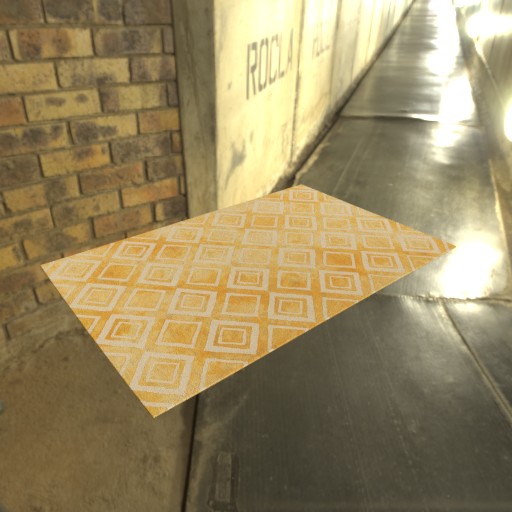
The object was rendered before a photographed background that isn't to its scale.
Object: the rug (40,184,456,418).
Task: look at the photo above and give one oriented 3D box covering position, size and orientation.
[{"bbox_3d":[0.000,0.000,2.315,1.829,0.010,1.213,-22,36,-33],"label":"rug"}]
